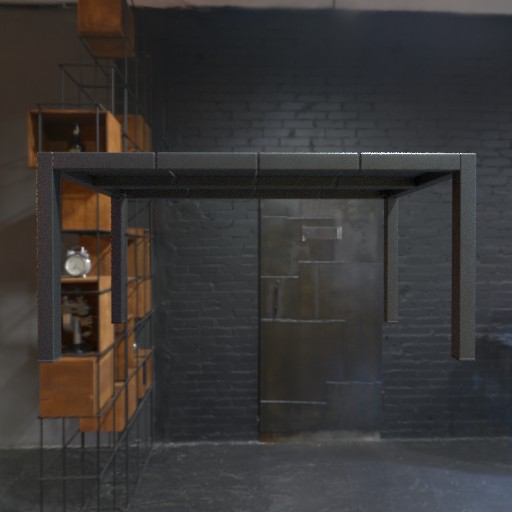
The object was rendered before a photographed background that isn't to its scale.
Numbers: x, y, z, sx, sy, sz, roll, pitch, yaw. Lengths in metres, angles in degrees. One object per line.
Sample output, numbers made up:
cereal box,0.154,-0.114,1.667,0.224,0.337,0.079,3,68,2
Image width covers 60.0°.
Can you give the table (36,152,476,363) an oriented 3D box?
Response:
table,0.000,0.000,1.251,0.965,0.460,0.559,0,1,-1
